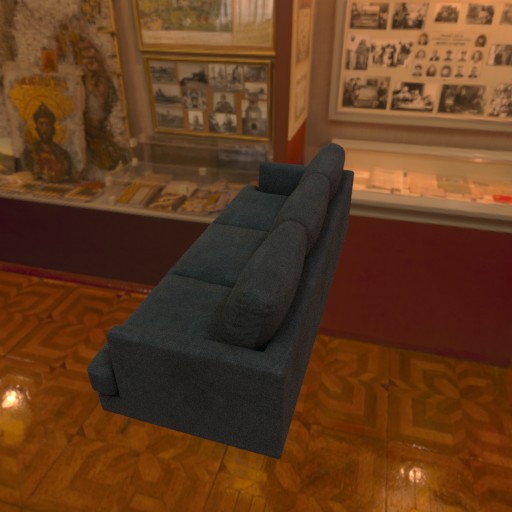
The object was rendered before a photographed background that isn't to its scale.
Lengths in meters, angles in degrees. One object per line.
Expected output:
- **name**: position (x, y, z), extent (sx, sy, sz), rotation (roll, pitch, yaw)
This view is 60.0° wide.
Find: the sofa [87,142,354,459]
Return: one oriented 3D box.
- **sofa**: position (0.000, 0.000, 2.730), extent (0.903, 0.930, 2.246), rotation (9, 32, 15)
